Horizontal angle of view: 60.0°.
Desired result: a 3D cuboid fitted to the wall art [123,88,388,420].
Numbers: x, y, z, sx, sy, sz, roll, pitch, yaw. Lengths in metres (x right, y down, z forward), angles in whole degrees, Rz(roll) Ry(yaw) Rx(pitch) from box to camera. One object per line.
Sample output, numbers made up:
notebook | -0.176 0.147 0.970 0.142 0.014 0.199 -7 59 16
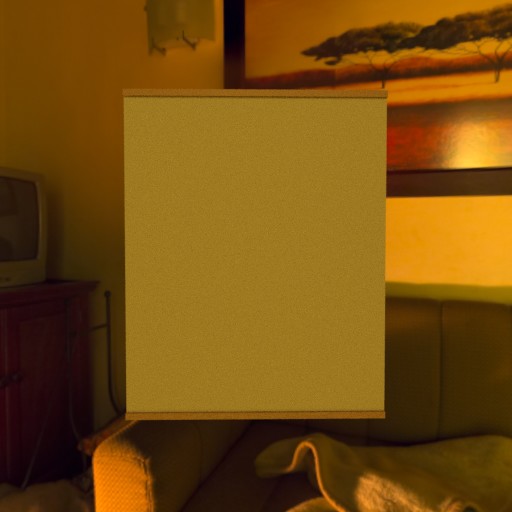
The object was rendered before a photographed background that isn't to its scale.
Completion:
wall art | 0.000 0.000 0.689 0.405 0.508 0.012 0 2 -1
